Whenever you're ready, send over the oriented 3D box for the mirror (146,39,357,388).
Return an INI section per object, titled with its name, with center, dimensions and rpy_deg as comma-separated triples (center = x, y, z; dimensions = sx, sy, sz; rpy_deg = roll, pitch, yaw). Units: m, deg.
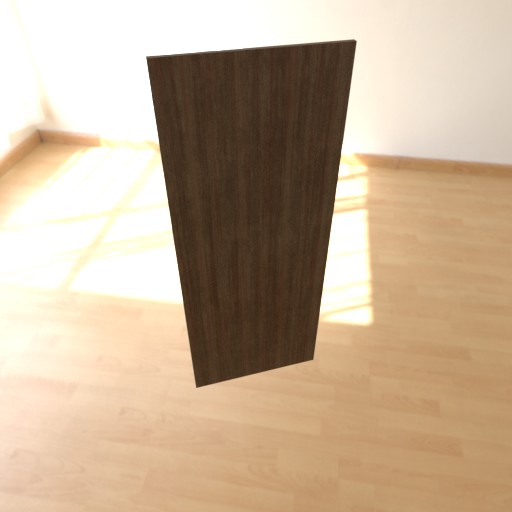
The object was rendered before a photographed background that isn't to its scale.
[mirror]
center = 0.000, 0.000, 2.312
dimensions = 0.812, 2.032, 0.025
rpy_deg = -10, 41, -12
